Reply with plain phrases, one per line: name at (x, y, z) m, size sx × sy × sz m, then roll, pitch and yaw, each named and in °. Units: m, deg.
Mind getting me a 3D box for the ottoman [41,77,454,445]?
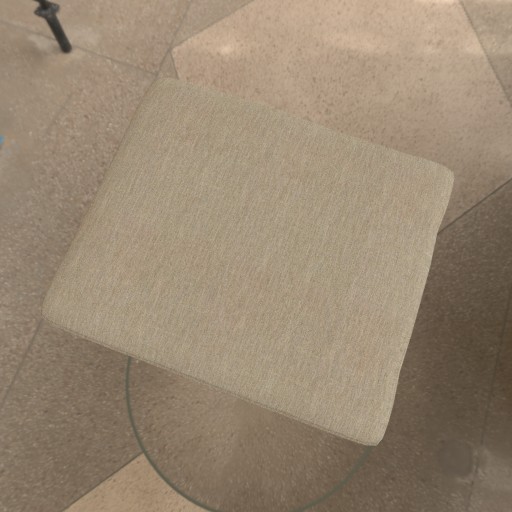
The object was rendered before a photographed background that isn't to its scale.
ottoman at (0.000, 0.000, 1.429) m, size 0.976 × 0.492 × 0.836 m, roll 20°, pitch 76°, yaw 5°
